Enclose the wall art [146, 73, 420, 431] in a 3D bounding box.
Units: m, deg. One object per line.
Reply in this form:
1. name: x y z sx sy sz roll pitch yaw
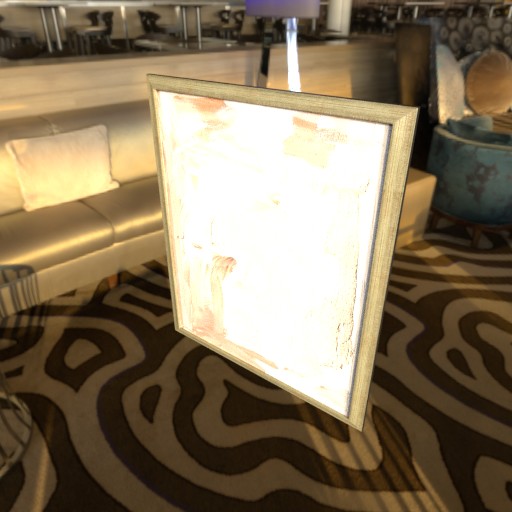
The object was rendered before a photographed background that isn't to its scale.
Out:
1. wall art: 0.000 0.000 0.918 0.559 0.660 0.018 20 35 32
